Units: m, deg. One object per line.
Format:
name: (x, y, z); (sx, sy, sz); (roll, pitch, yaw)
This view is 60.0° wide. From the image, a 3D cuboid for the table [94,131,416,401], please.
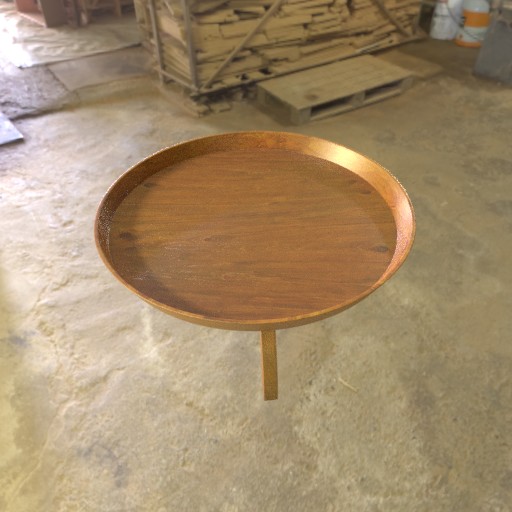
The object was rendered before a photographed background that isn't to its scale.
table: (0.000, 0.000, 1.591); (1.016, 0.470, 1.016); (0, 42, 0)
